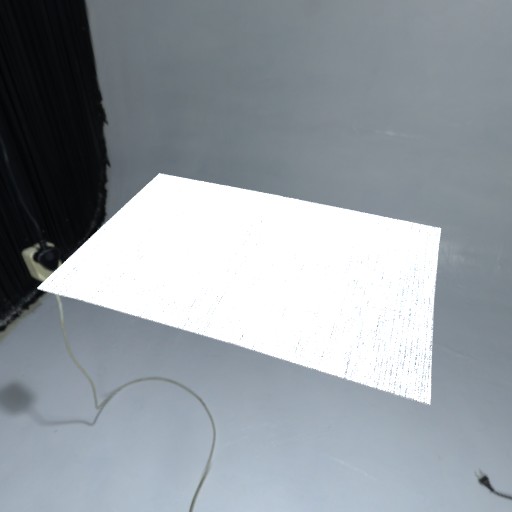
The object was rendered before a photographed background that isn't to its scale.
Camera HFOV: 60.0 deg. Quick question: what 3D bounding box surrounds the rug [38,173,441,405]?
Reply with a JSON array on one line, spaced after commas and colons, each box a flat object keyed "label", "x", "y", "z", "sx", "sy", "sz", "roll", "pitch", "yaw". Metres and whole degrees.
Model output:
[{"label": "rug", "x": 0.000, "y": 0.000, "z": 2.256, "sx": 1.773, "sy": 0.021, "sz": 1.149, "roll": 13, "pitch": 42, "yaw": 15}]
